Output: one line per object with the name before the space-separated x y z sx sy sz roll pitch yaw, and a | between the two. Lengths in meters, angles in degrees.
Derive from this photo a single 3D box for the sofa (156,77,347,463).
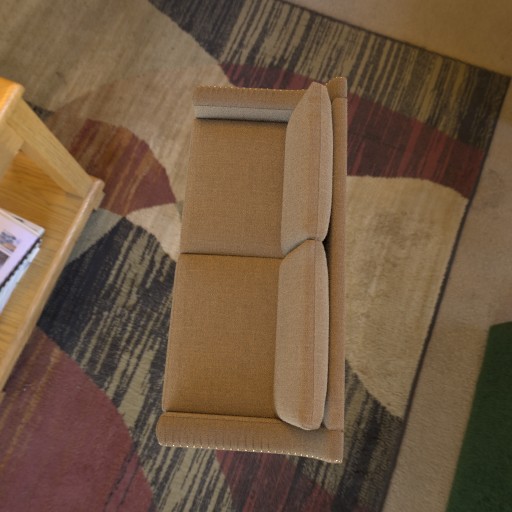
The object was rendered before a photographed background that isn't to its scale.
sofa | 0.000 0.000 2.737 1.000 0.857 2.208 3 76 1
